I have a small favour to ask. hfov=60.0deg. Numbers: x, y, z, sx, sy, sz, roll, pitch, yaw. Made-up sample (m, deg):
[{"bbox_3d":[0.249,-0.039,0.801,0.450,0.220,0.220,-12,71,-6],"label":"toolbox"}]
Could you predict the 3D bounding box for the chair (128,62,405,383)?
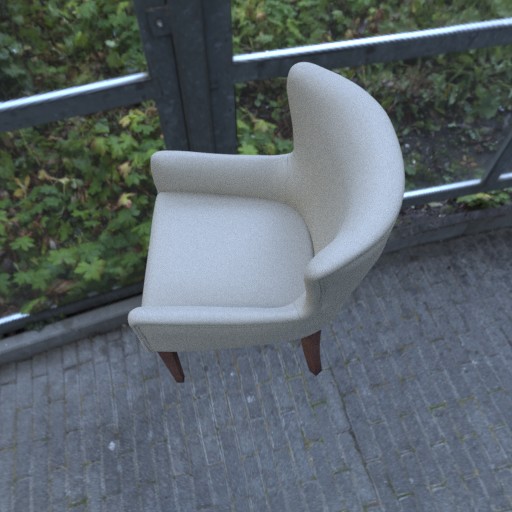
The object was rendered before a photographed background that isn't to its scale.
[{"bbox_3d":[0.000,0.000,1.419,0.686,0.952,0.660,-1,59,0],"label":"chair"}]
